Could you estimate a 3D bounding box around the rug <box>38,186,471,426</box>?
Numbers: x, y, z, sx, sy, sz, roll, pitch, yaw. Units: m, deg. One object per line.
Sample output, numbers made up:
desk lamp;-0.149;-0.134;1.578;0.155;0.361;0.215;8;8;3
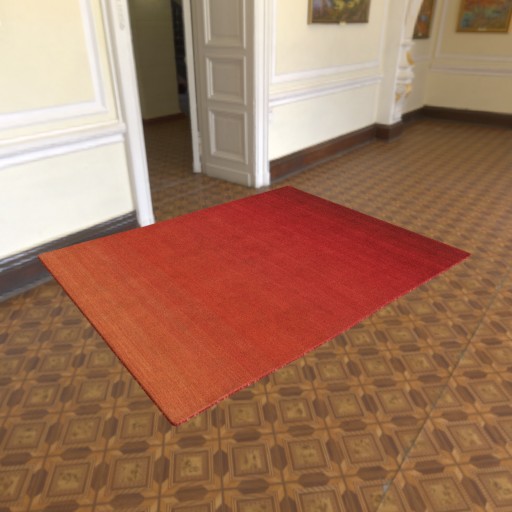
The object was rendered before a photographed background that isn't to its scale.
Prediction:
rug;0.000;0.000;3.774;2.905;0.028;2.340;-21;34;-34
